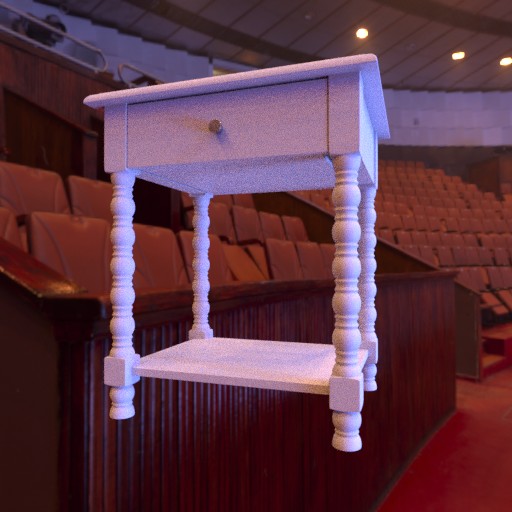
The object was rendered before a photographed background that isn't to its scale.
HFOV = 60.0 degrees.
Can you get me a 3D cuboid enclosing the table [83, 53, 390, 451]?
[{"bbox_3d":[0.000,0.000,0.818,0.460,0.531,0.381,0,-1,19],"label":"table"}]
